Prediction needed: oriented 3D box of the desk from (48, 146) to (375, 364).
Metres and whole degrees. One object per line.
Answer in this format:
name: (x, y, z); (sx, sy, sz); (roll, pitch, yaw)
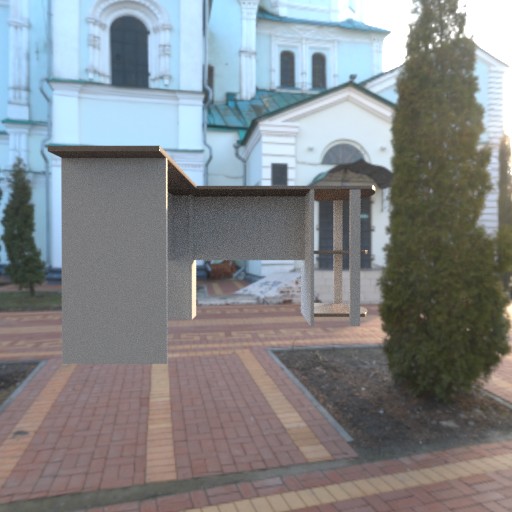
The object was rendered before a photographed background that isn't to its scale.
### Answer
desk: (0.000, 0.000, 2.074); (1.303, 0.716, 1.361); (0, 1, 0)
